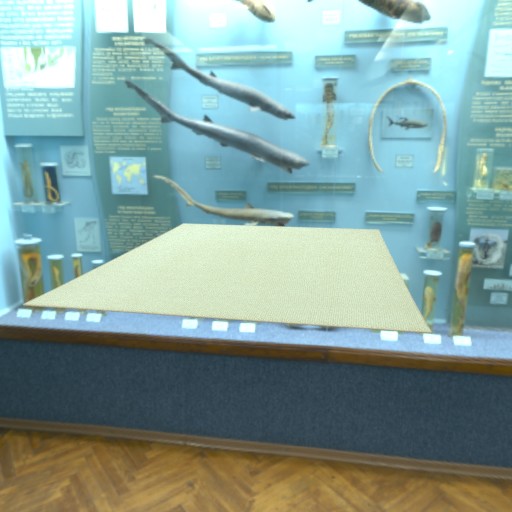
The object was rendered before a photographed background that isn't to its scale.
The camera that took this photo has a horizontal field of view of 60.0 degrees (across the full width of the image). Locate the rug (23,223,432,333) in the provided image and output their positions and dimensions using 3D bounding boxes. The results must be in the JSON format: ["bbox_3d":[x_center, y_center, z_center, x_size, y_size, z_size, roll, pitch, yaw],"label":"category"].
[{"bbox_3d":[0.000,0.000,4.045,2.462,0.018,3.039,2,14,10],"label":"rug"}]
